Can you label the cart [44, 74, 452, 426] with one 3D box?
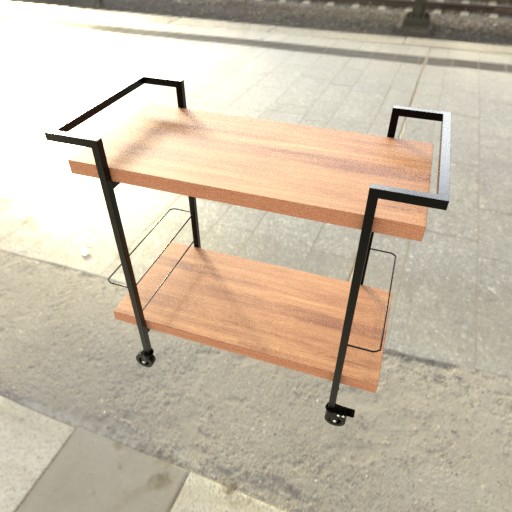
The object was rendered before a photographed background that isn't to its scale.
[{"bbox_3d":[0.000,0.000,1.213,0.806,0.762,0.406,13,42,15],"label":"cart"}]
